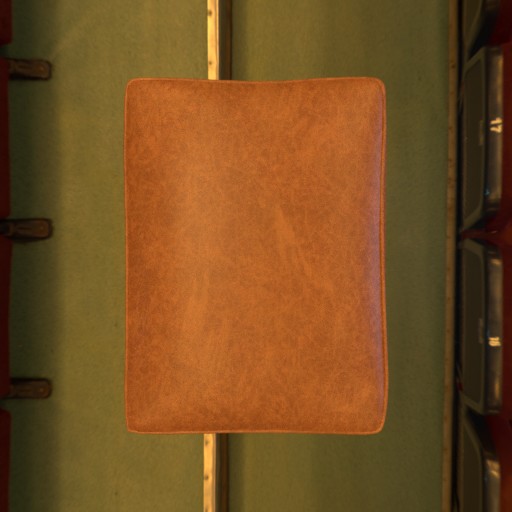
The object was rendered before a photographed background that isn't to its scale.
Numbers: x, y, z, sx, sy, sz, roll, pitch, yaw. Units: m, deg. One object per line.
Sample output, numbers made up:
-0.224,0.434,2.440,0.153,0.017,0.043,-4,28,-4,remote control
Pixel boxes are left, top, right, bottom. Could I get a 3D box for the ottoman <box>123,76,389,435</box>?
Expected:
0.000,0.000,1.097,0.554,0.468,0.756,0,90,0,ottoman
